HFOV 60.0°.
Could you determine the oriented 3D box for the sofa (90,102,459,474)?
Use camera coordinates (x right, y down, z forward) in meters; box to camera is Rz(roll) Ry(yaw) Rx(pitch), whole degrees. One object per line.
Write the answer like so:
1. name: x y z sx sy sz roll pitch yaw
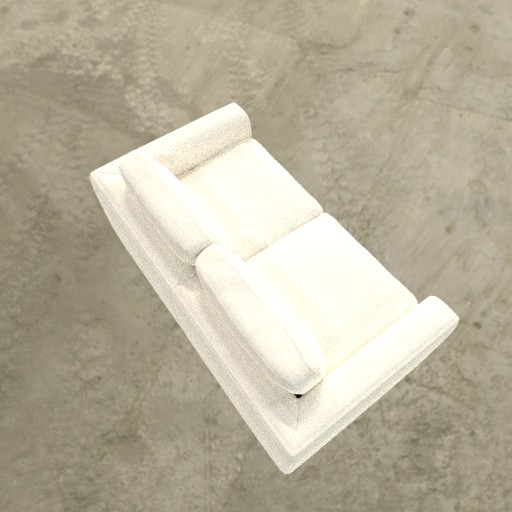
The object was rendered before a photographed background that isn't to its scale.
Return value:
1. sofa: 0.000 0.000 2.466 1.069 0.801 1.920 -32 64 -18
